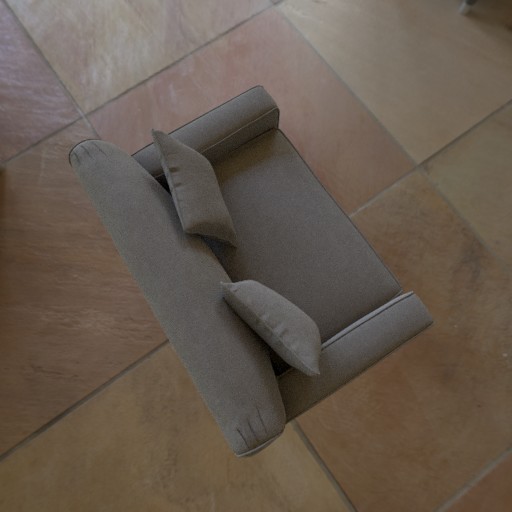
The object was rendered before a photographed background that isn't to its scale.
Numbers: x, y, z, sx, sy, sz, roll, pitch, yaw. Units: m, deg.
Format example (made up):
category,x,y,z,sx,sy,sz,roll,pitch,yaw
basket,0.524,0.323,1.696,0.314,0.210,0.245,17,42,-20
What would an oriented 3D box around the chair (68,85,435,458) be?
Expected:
category,x,y,z,sx,sy,sz,roll,pitch,yaw
chair,0.000,0.000,2.090,0.992,0.953,1.395,-31,77,-8
